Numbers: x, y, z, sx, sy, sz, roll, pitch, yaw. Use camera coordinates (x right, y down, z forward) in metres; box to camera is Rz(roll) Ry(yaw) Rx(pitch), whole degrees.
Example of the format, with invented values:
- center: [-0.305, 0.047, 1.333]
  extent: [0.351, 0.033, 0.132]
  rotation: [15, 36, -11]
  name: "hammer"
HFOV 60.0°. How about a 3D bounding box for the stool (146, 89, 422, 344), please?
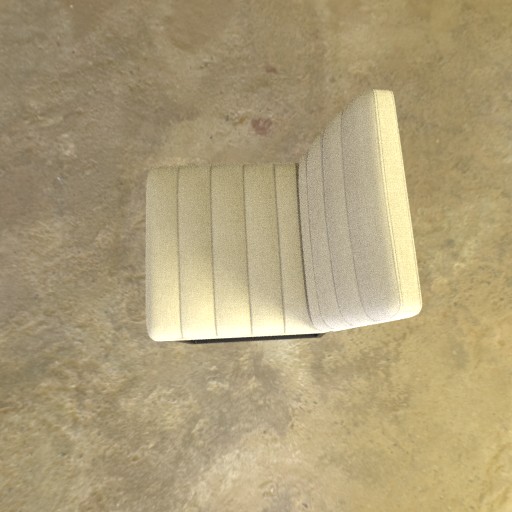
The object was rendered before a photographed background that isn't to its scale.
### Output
- center: [0.000, 0.000, 1.260]
  extent: [0.560, 0.940, 0.460]
  rotation: [-3, 77, -1]
  name: "stool"
